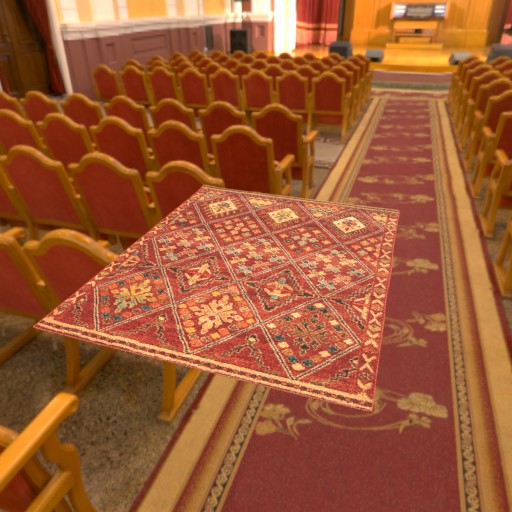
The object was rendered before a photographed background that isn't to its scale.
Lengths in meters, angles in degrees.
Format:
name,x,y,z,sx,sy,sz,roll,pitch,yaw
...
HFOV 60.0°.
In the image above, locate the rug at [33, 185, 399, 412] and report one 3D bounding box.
name,x,y,z,sx,sy,sz,roll,pitch,yaw
rug,0.000,0.000,4.225,2.489,0.030,3.086,10,31,16
